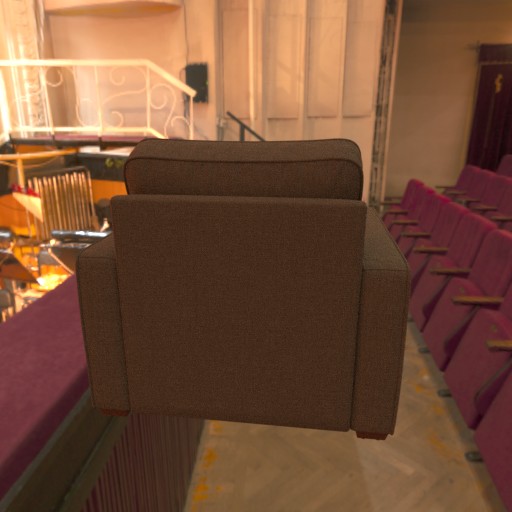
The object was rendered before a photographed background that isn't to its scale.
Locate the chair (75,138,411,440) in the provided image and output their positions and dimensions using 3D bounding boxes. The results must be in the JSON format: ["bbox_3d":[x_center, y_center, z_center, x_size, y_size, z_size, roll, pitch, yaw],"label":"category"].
[{"bbox_3d":[0.000,0.000,1.735,1.017,0.919,0.940,2,17,7],"label":"chair"}]
